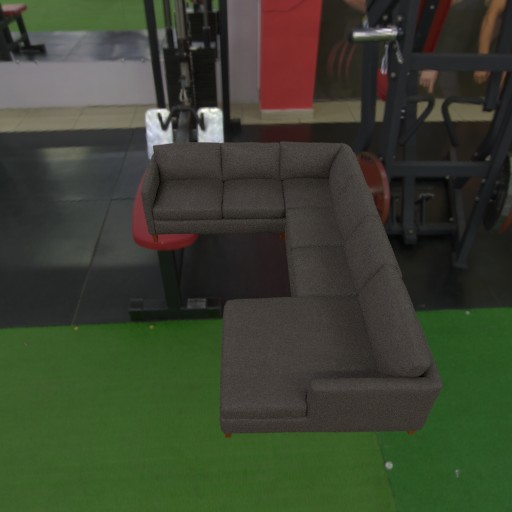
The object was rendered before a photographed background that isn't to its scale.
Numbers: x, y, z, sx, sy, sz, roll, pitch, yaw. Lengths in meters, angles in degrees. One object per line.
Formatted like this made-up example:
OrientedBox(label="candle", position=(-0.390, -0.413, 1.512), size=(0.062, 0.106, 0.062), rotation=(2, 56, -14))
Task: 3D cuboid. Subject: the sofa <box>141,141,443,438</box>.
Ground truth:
OrientedBox(label="sofa", position=(0.000, 0.000, 4.504), size=(2.594, 0.961, 3.460), rotation=(-1, 41, -1))
